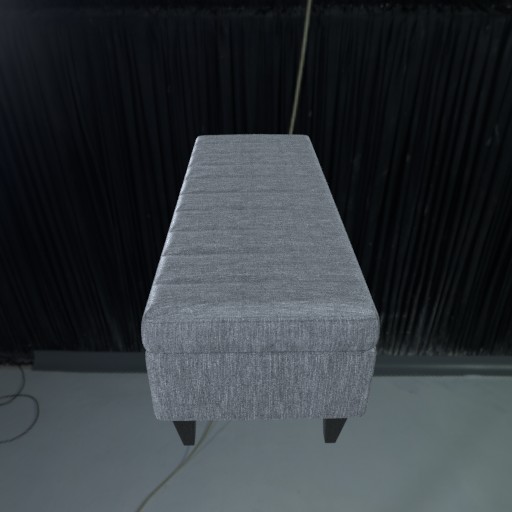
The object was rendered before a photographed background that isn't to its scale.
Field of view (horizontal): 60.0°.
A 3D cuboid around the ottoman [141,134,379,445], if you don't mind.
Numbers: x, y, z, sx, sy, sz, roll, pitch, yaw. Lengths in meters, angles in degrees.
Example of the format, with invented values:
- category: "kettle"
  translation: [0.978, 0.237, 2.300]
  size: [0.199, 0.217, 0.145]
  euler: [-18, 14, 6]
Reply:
- category: "ottoman"
  translation: [0.000, 0.000, 1.441]
  size: [0.482, 0.469, 1.151]
  euler: [-1, 32, -1]
